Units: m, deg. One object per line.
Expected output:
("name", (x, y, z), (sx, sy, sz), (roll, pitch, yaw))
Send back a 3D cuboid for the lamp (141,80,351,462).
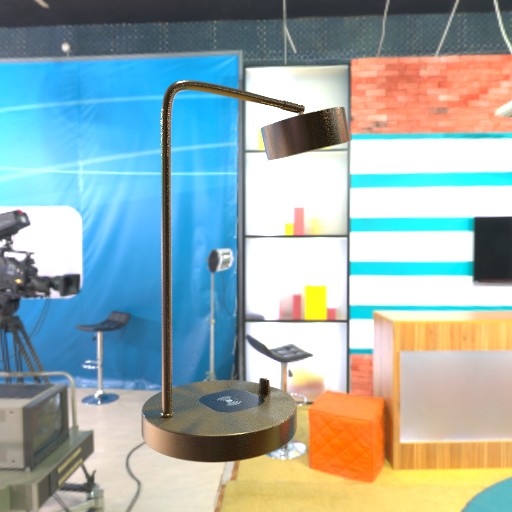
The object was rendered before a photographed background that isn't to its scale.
("lamp", (0.000, 0.000, 0.522), (0.270, 0.380, 0.171), (-1, 2, -36))
